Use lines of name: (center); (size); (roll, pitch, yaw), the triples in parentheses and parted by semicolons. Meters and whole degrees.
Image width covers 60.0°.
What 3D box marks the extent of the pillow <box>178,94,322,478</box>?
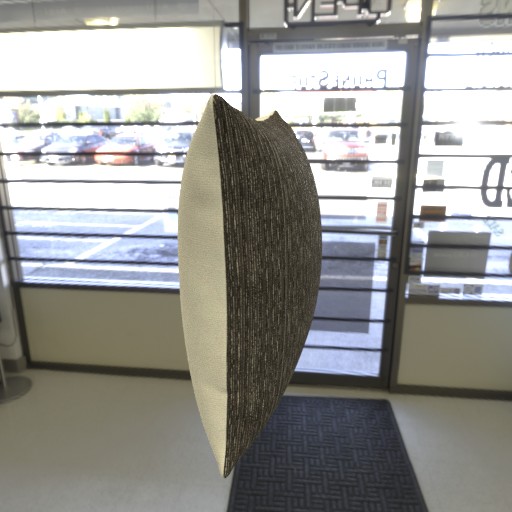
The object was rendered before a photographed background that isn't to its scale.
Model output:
pillow: (0.000, 0.000, 0.668); (0.196, 0.434, 0.433); (3, 17, 10)
